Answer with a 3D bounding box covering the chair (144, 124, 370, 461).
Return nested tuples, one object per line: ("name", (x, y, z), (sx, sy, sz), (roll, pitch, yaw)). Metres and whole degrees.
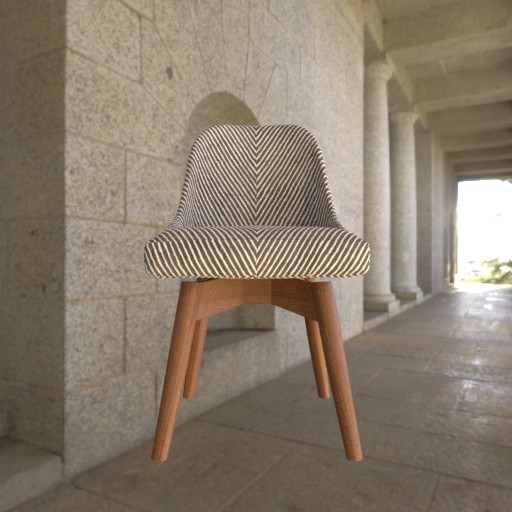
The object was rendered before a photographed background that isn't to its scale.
("chair", (0.000, 0.000, 1.209), (0.504, 0.883, 0.591), (0, 0, 0))
